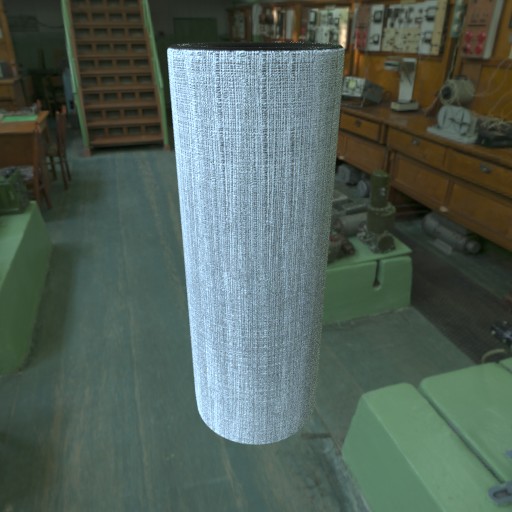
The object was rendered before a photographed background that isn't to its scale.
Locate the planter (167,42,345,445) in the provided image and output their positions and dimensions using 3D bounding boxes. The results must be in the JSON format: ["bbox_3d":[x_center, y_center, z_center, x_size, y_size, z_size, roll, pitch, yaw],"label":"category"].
[{"bbox_3d":[0.000,0.000,0.314,0.100,0.270,0.100,-9,29,-17],"label":"planter"}]
